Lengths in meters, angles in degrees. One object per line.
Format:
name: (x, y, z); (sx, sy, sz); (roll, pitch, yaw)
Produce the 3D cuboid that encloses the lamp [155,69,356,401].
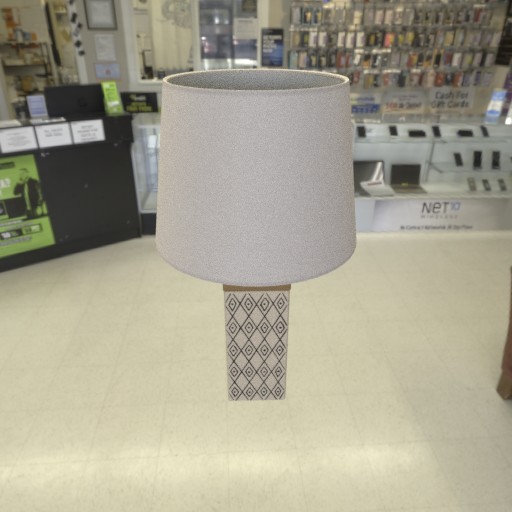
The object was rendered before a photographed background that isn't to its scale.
lamp: (0.000, 0.000, 0.580); (0.251, 0.435, 0.251); (0, 28, 0)
